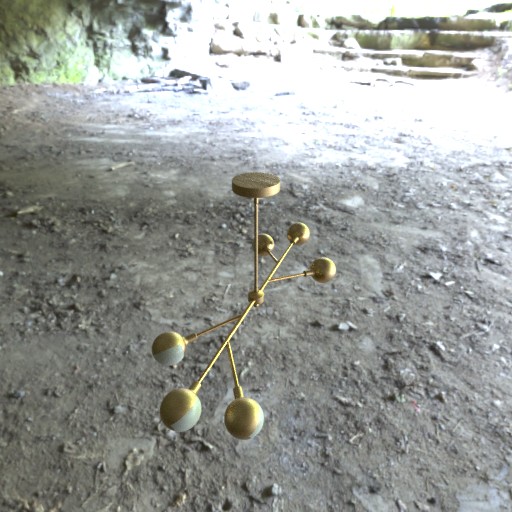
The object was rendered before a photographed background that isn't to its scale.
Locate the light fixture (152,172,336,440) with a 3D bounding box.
[{"bbox_3d":[0.000,0.000,1.010,0.434,0.362,0.778,20,35,31],"label":"light fixture"}]
